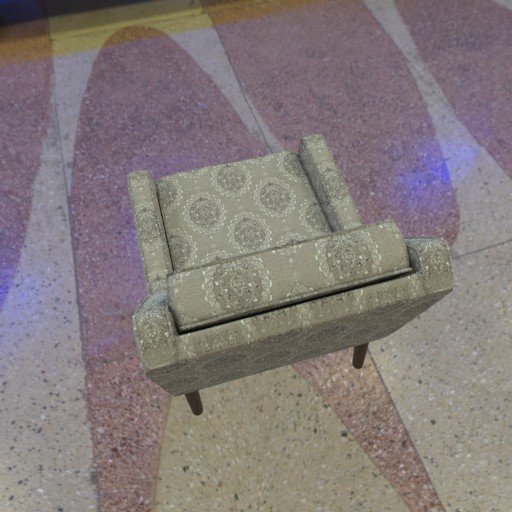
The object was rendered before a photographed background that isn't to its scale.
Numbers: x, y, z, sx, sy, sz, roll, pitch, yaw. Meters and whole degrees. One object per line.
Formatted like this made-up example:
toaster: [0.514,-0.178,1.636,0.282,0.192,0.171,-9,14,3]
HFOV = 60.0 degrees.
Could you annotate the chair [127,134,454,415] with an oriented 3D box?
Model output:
chair: [0.000,0.000,1.328,0.665,0.797,0.750,-14,60,-8]
